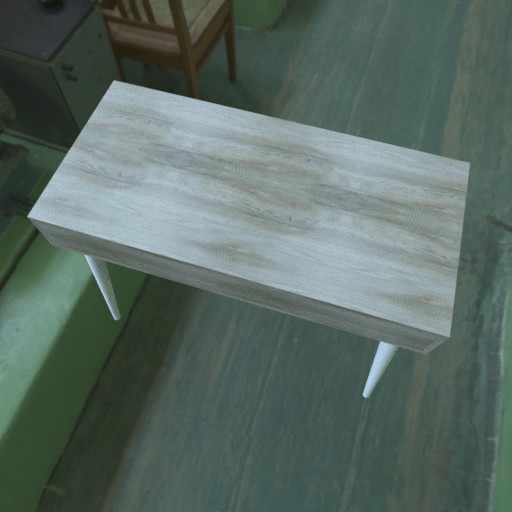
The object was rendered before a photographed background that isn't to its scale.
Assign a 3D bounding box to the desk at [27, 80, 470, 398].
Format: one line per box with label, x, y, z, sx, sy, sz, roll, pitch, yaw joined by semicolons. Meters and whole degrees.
desk;0.000;0.000;1.398;0.979;0.723;0.491;15;64;8
